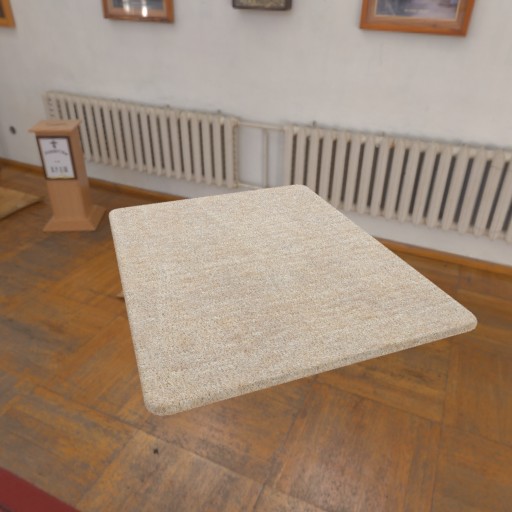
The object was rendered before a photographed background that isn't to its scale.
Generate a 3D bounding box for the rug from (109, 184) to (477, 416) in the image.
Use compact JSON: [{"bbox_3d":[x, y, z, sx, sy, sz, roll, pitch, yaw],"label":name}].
[{"bbox_3d":[0.000,0.000,3.401,2.009,0.048,2.528,-10,31,-17],"label":"rug"}]
